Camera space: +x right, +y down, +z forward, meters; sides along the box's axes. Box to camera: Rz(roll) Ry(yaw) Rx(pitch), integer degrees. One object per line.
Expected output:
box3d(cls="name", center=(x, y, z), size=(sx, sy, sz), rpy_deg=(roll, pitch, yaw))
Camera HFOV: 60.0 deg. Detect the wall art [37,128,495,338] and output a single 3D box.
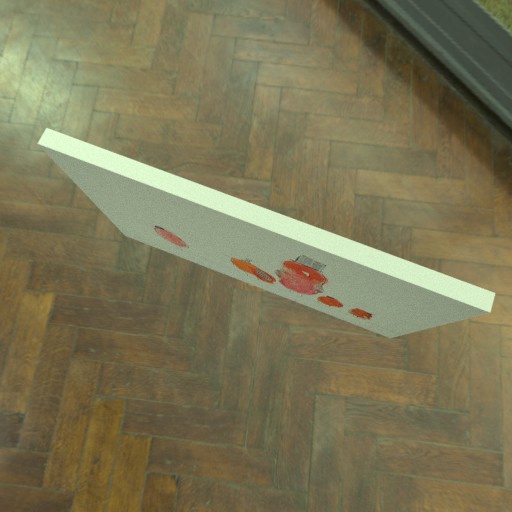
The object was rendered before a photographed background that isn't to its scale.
box3d(cls="wall art", center=(0.000, 0.000, 1.133), size=(0.914, 0.609, 0.038), rpy_deg=(21, 76, 5))
